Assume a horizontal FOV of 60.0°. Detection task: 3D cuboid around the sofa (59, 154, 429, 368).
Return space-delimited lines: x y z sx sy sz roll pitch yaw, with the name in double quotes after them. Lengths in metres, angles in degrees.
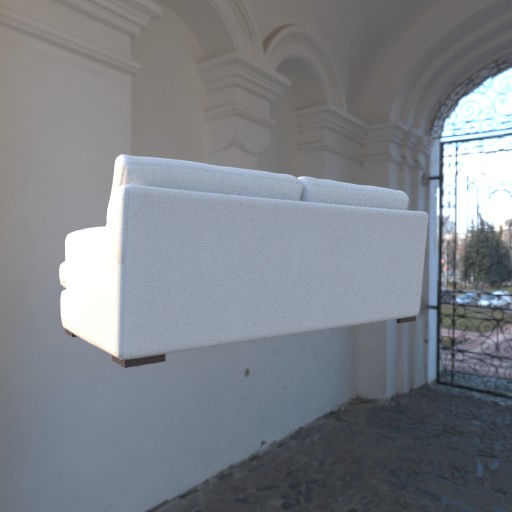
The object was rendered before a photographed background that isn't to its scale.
0.000 0.000 2.883 2.261 0.940 1.143 -1 1 -37 "sofa"
